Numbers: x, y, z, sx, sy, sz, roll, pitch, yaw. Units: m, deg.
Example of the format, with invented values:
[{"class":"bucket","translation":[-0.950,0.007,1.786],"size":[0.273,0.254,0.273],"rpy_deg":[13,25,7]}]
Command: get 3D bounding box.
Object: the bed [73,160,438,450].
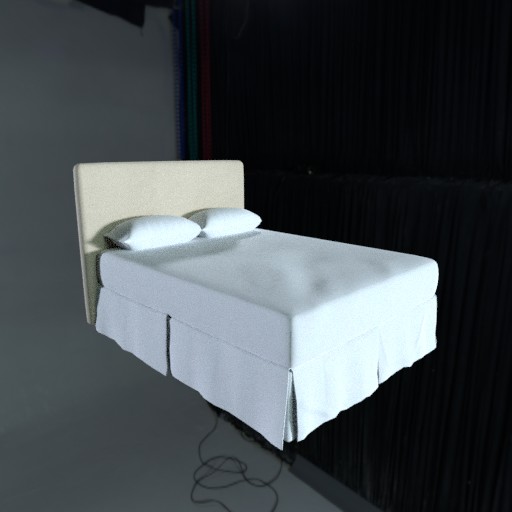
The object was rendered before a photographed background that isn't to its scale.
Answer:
[{"class":"bed","translation":[0.000,0.000,3.245],"size":[1.723,1.330,2.142],"rpy_deg":[-13,18,-43]}]
